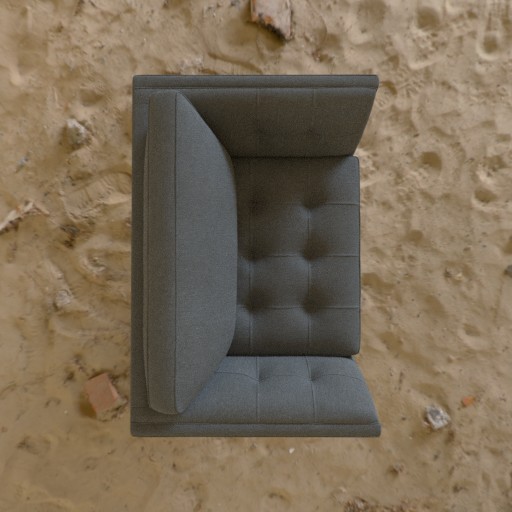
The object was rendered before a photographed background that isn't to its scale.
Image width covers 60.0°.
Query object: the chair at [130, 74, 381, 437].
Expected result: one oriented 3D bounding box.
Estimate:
[{"bbox_3d":[0.000,0.000,2.002,0.965,0.942,1.396,0,89,0],"label":"chair"}]
